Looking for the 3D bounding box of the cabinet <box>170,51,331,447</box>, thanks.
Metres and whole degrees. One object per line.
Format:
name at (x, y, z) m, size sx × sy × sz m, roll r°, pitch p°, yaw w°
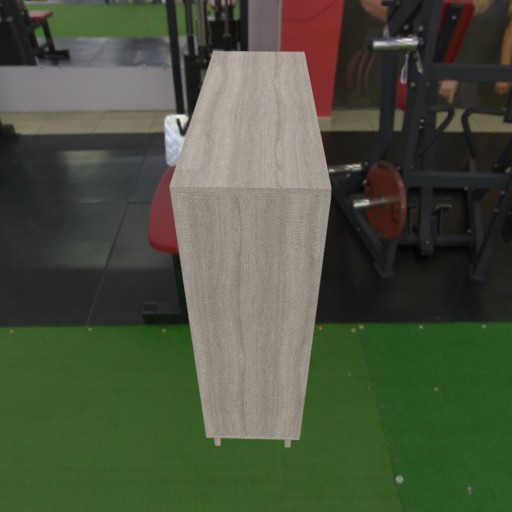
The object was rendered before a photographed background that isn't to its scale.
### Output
cabinet at (0.000, 0.000, 1.954) m, size 0.398 × 1.388 × 1.111 m, roll 1°, pitch 40°, yaw 1°
